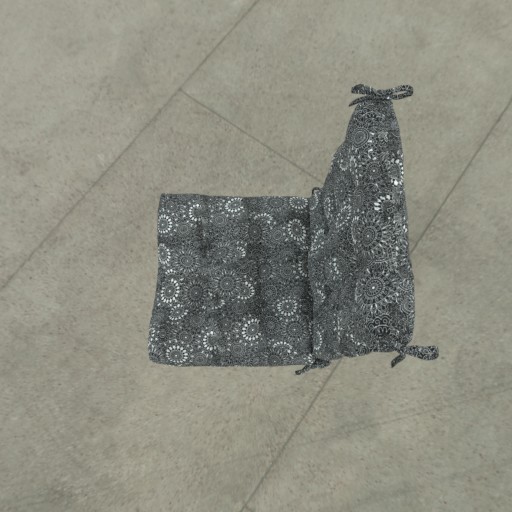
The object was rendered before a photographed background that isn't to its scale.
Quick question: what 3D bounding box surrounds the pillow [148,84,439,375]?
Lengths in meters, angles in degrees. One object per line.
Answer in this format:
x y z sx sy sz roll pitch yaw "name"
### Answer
0.000 0.000 1.008 0.571 0.605 0.519 1 75 0 "pillow"
